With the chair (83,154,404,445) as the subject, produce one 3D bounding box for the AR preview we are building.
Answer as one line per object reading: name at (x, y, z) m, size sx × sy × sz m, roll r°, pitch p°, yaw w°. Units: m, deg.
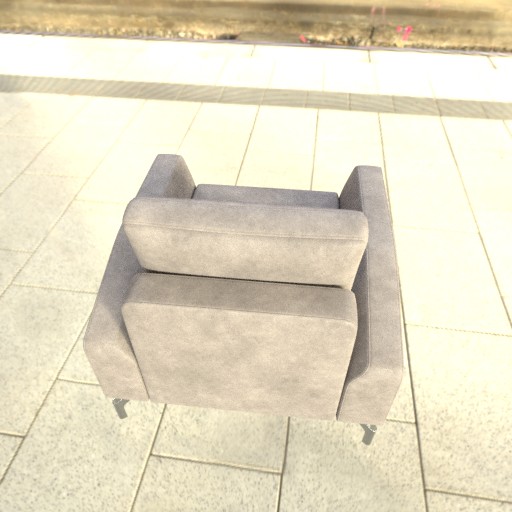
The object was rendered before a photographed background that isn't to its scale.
chair at (0.000, 0.000, 1.539) m, size 0.900 × 0.800 × 0.900 m, roll 4°, pitch 44°, yaw 4°
